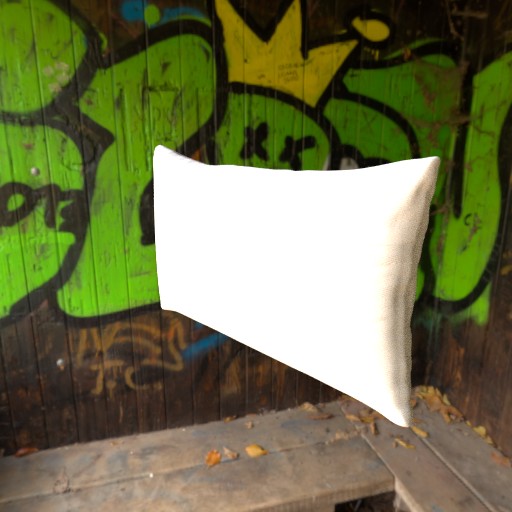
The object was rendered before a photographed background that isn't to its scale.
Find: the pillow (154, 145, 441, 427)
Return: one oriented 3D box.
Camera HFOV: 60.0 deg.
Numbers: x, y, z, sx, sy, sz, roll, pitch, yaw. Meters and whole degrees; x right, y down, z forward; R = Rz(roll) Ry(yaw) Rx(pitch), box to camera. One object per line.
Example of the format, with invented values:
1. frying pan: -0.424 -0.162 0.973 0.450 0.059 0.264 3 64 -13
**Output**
1. pillow: 0.000 0.000 0.637 0.139 0.305 0.506 -14 20 -42
